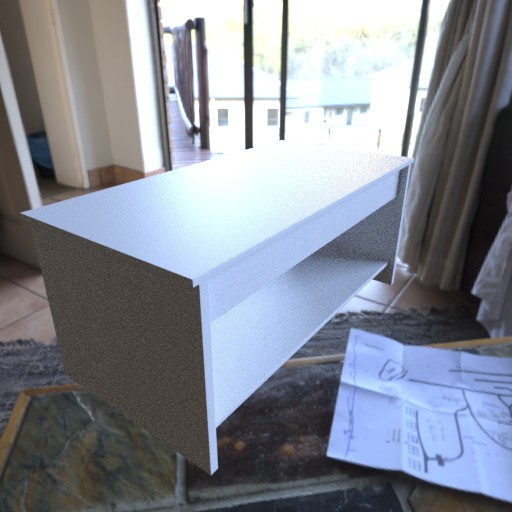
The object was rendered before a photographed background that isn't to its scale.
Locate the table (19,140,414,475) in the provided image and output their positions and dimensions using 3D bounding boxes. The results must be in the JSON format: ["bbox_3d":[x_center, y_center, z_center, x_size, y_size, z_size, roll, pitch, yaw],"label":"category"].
[{"bbox_3d":[0.000,0.000,1.255,0.500,0.441,1.000,17,30,32],"label":"table"}]
